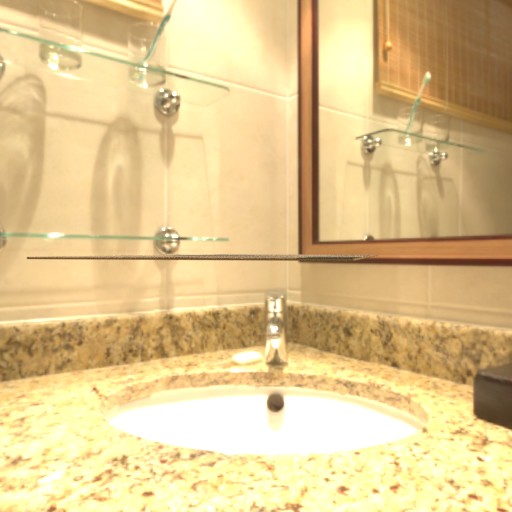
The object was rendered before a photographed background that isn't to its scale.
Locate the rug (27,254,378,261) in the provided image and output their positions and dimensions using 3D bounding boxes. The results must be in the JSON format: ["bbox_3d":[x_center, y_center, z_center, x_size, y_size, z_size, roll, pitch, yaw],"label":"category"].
[{"bbox_3d":[0.000,0.000,3.026,1.521,0.015,2.436,0,0,17],"label":"rug"}]
